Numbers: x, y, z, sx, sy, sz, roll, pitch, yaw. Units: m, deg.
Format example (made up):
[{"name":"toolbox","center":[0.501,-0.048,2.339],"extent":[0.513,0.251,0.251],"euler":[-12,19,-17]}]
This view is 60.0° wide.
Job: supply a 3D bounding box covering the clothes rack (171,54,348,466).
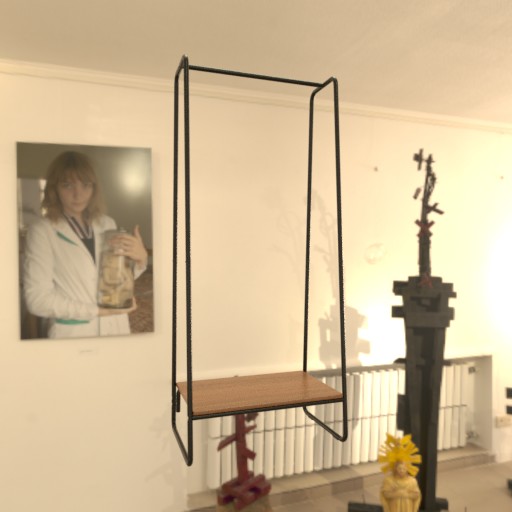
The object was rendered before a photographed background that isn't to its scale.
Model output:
[{"name":"clothes rack","center":[0.000,0.000,1.831],"extent":[0.640,1.500,0.400],"euler":[0,0,-19]}]
